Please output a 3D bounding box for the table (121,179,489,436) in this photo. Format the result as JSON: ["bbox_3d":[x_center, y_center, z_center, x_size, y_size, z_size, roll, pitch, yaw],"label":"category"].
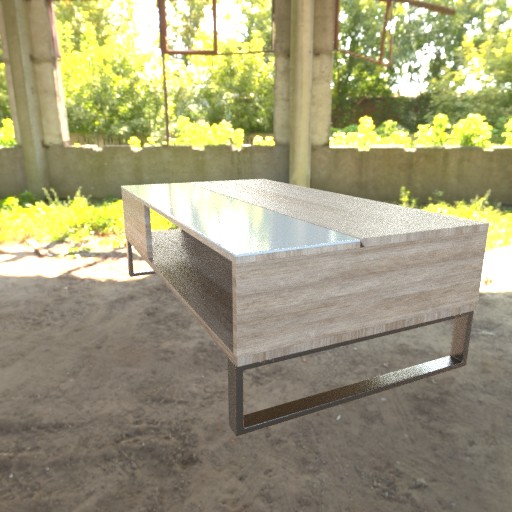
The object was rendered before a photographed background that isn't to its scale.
[{"bbox_3d":[0.000,0.000,1.364,0.600,0.350,1.100,-7,17,-25],"label":"table"}]
